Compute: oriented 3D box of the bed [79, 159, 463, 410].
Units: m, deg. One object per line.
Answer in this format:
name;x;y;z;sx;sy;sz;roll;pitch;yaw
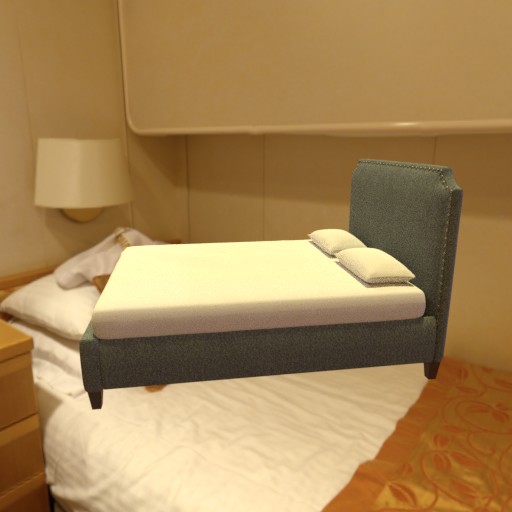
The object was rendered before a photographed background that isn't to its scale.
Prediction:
bed;0.000;0.000;3.495;2.372;1.443;1.712;-2;15;-9
